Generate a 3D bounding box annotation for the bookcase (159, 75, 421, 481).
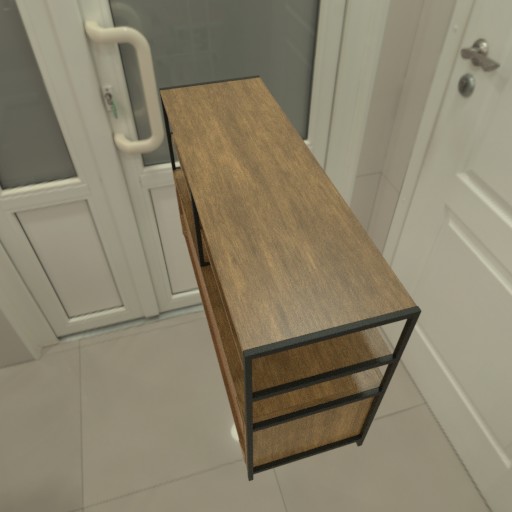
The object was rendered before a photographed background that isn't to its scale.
[{"bbox_3d":[0.000,0.000,1.507,0.391,0.712,1.149,-12,47,-11],"label":"bookcase"}]
